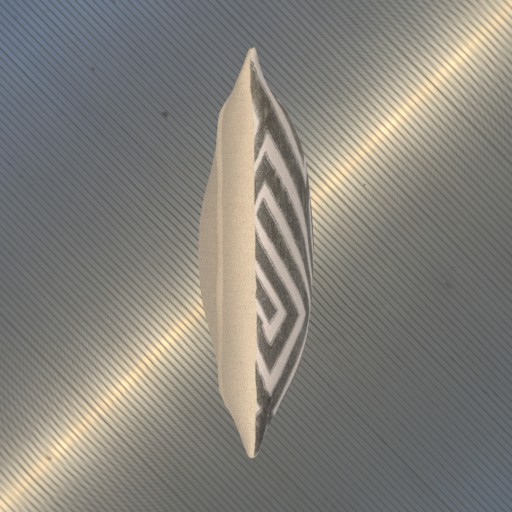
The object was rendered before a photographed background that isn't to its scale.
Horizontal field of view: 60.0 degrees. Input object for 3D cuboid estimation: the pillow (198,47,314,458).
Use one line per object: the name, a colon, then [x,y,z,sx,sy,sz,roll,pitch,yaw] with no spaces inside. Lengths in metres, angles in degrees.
pillow: [0.000,0.000,0.673,0.182,0.441,0.440,0,90,0]
